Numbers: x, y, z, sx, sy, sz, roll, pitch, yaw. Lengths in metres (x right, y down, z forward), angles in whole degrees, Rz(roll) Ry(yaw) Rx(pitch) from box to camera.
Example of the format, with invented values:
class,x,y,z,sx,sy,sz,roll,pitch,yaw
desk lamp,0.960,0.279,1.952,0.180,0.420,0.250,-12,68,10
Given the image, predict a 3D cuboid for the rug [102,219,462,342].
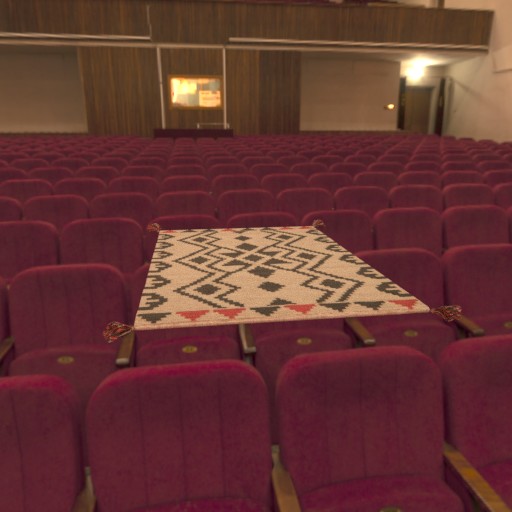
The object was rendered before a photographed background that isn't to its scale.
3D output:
class,x,y,z,sx,sy,sz,roll,pitch,yaw
rug,0.000,0.000,2.649,1.444,0.067,2.069,-2,15,-8
